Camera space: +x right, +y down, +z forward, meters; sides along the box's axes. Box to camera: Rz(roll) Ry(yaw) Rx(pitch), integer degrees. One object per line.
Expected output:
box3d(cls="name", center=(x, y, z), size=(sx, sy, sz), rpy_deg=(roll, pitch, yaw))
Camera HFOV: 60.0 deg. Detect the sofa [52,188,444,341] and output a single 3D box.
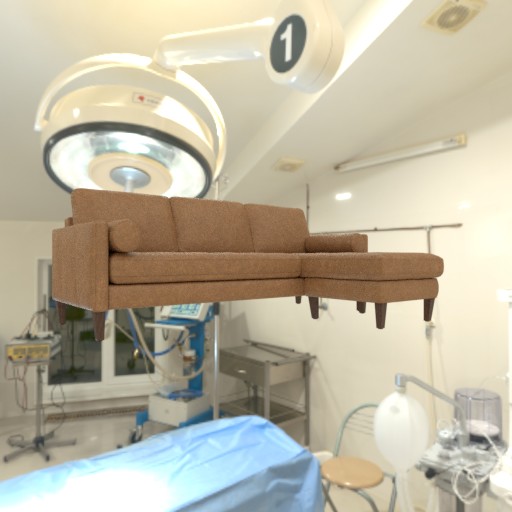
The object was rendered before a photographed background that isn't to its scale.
box3d(cls="sofa", center=(0.000, 0.000, 2.925), size=(2.178, 0.876, 1.506), rpy_deg=(0, 0, -38))
